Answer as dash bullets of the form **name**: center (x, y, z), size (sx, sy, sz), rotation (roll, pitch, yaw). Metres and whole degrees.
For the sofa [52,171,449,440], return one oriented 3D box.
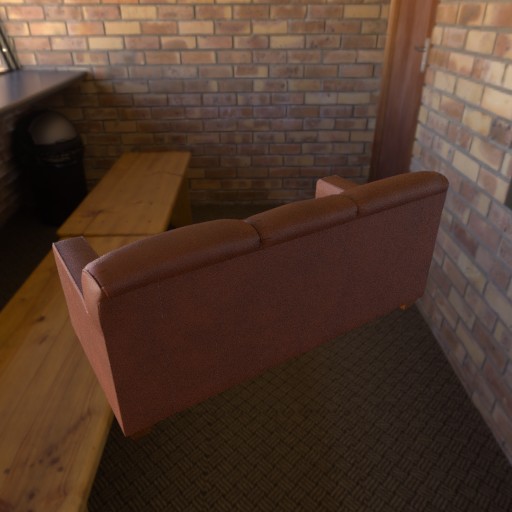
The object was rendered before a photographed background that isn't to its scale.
- **sofa**: center (0.000, 0.000, 2.573), size (2.039, 0.953, 1.008), rotation (-18, 34, -29)
